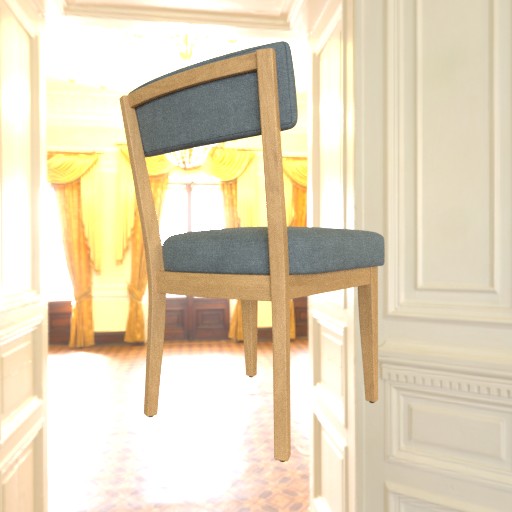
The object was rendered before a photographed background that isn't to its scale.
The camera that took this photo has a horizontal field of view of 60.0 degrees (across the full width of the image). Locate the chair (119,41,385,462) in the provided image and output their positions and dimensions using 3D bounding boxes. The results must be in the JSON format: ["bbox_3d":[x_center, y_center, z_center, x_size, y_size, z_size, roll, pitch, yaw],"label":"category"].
[{"bbox_3d":[0.000,0.000,1.168,0.508,0.832,0.572,0,1,37],"label":"chair"}]
